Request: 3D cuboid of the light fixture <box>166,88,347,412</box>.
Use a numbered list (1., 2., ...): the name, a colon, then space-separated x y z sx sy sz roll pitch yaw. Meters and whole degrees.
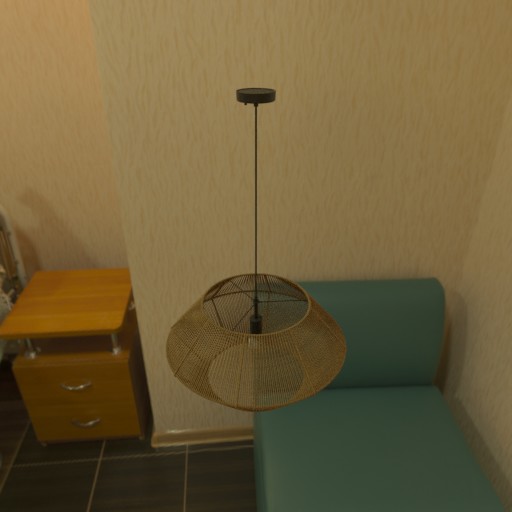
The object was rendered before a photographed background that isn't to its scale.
1. light fixture: 0.000 0.000 1.429 0.643 1.009 0.643 0 29 0
